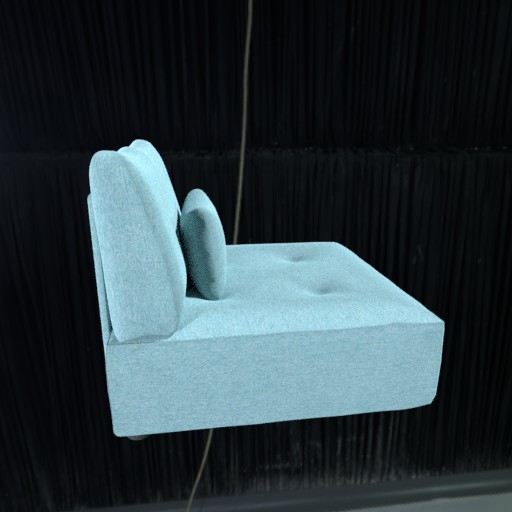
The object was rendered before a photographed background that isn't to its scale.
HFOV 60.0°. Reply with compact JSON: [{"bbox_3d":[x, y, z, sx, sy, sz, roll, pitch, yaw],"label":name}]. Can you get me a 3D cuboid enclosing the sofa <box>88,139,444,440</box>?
[{"bbox_3d":[0.000,0.000,1.655,1.000,0.820,0.930,-2,17,-8],"label":"sofa"}]
